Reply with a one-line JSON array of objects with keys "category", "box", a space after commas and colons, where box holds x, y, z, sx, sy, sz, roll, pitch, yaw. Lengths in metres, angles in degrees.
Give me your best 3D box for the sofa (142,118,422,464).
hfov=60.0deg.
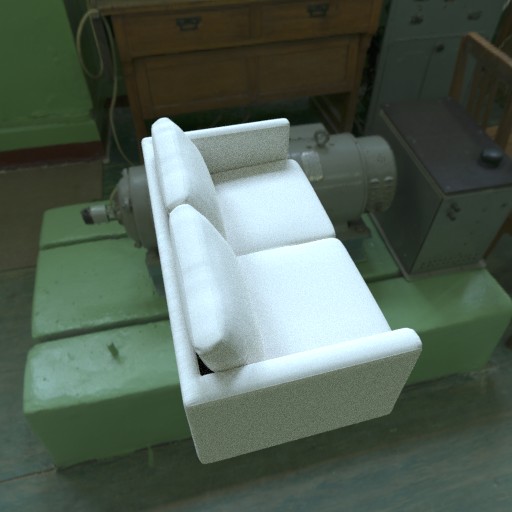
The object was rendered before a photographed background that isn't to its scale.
[{"category": "sofa", "box": [0.000, 0.000, 2.292, 0.940, 0.893, 1.713, -11, 48, -10]}]
